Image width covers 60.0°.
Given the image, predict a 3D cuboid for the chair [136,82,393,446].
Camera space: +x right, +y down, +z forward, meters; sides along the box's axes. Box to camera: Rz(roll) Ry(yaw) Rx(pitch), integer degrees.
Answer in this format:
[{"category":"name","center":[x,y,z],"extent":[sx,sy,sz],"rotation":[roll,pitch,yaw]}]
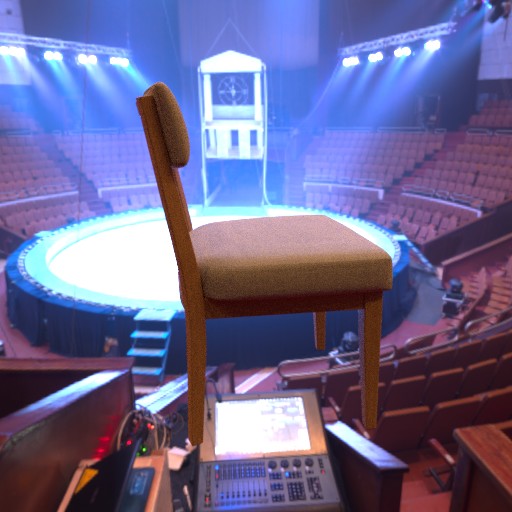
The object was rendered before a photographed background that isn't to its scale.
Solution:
[{"category":"chair","center":[0.000,0.000,1.200],"extent":[0.572,0.832,0.508],"rotation":[-3,16,-9]}]
